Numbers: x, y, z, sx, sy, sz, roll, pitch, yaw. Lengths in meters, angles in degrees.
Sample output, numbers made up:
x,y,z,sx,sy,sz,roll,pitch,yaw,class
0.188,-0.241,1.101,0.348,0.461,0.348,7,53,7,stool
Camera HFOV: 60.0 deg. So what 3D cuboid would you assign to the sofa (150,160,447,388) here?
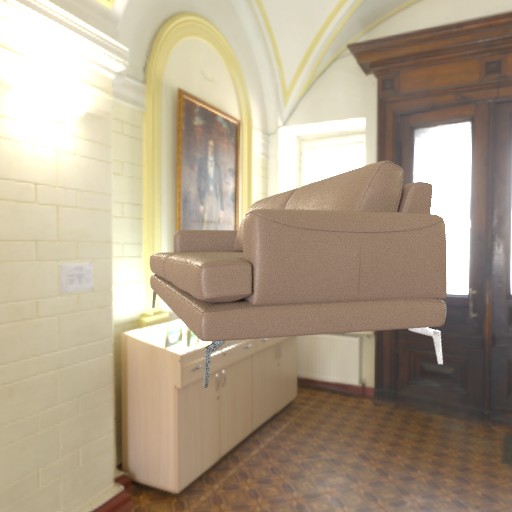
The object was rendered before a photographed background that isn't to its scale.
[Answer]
x,y,z,sx,sy,sz,roll,pitch,yaw,class
0.000,0.000,2.376,0.974,0.765,1.940,0,1,-18,sofa
